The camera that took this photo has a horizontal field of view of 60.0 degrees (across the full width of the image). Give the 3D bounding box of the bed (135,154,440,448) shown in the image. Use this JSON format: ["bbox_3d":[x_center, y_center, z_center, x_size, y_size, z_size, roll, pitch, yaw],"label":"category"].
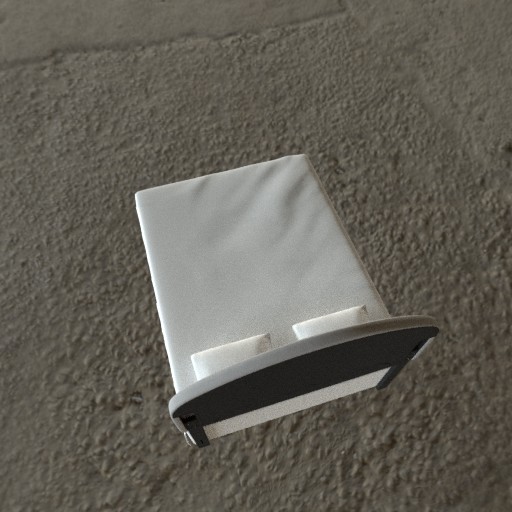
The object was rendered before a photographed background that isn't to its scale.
[{"bbox_3d":[0.000,0.000,3.149,1.607,1.410,2.005,-15,59,-9],"label":"bed"}]
